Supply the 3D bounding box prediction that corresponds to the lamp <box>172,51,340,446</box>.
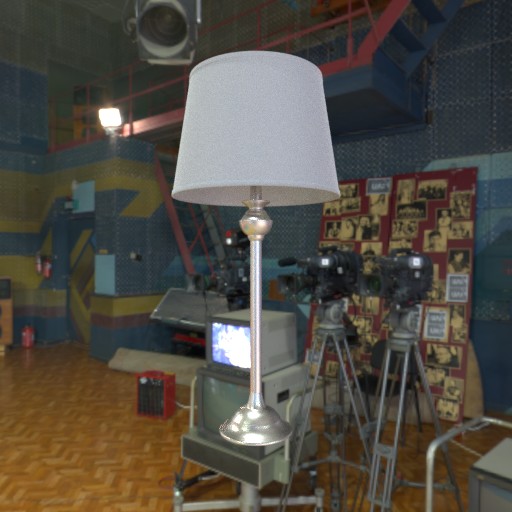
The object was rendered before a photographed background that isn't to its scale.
[{"bbox_3d":[0.000,0.000,0.885,0.331,0.698,0.331,0,0,0],"label":"lamp"}]
